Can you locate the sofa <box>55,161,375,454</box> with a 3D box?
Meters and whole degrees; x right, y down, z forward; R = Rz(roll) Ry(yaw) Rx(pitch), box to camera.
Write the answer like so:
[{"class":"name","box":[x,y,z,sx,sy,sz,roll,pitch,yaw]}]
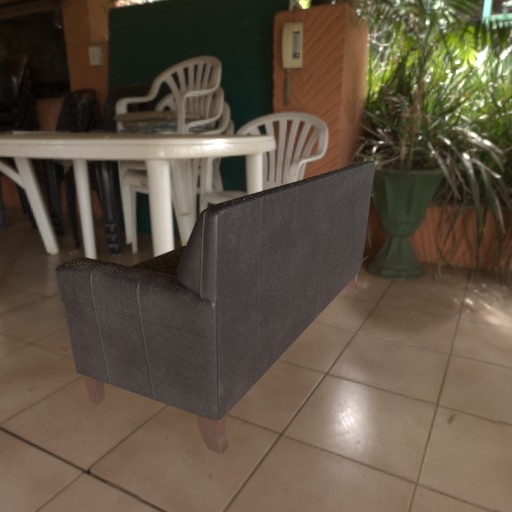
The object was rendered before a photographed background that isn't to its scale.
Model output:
[{"class":"sofa","box":[0.000,0.000,2.495,0.805,0.947,2.053,8,19,26]}]
